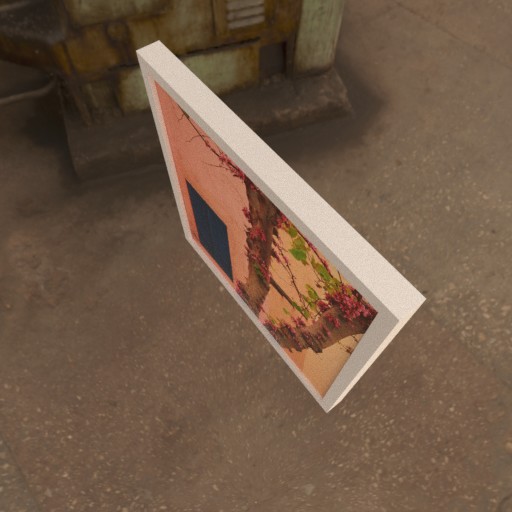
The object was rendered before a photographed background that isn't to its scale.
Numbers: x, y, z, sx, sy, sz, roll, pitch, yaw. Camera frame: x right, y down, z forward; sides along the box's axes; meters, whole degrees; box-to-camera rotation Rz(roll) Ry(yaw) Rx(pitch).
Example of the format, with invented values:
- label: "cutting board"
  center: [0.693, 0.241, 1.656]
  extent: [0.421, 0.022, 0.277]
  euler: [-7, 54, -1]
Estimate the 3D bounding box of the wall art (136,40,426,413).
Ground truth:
- label: "wall art"
  center: [0.000, 0.000, 0.755]
  extent: [0.038, 0.508, 0.507]
  euler: [-34, 66, -17]
